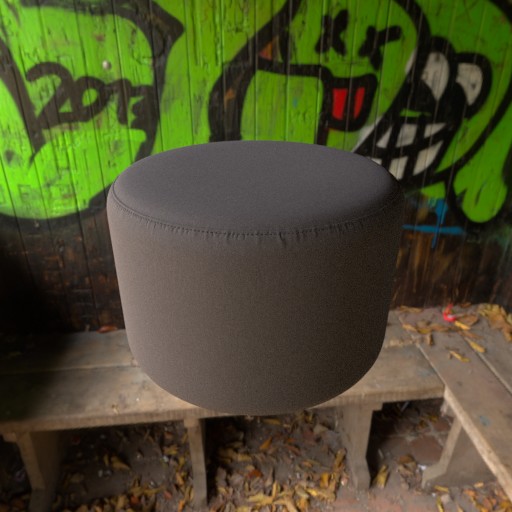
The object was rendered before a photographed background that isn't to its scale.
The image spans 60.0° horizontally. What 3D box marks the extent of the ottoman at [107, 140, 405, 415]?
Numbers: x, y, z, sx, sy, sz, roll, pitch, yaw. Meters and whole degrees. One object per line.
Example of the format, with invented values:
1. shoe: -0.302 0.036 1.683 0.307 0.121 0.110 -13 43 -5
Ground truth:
1. ottoman: 0.000 0.000 1.008 0.608 0.433 0.608 0 27 0
